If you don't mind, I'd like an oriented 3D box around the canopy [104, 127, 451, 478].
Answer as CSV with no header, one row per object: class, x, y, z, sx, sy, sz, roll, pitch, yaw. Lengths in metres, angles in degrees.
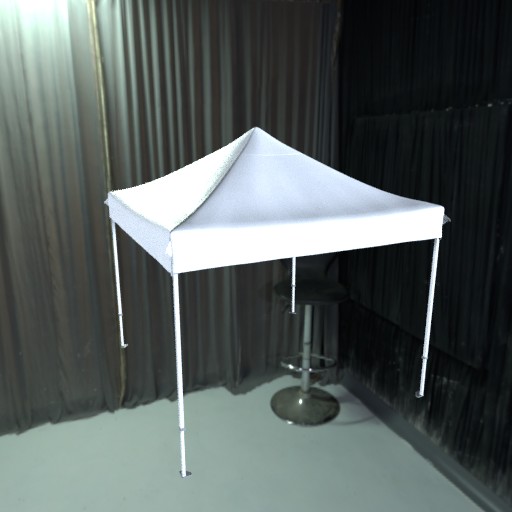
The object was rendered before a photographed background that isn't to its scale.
canopy,0.000,0.000,5.361,2.996,2.998,2.994,-7,16,-26
